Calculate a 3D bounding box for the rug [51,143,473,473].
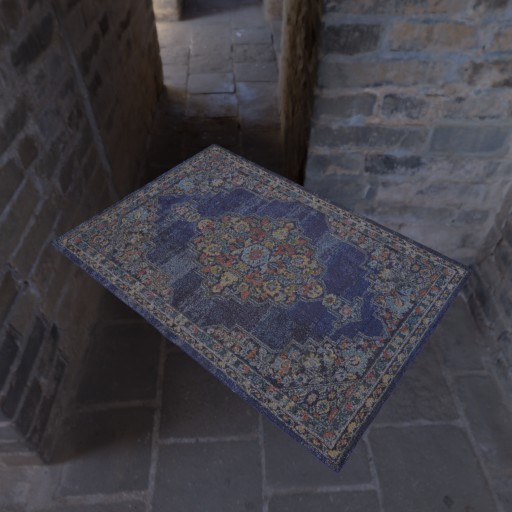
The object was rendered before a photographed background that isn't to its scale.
[{"bbox_3d":[0.000,0.000,3.722,2.940,0.011,2.053,31,54,26],"label":"rug"}]
